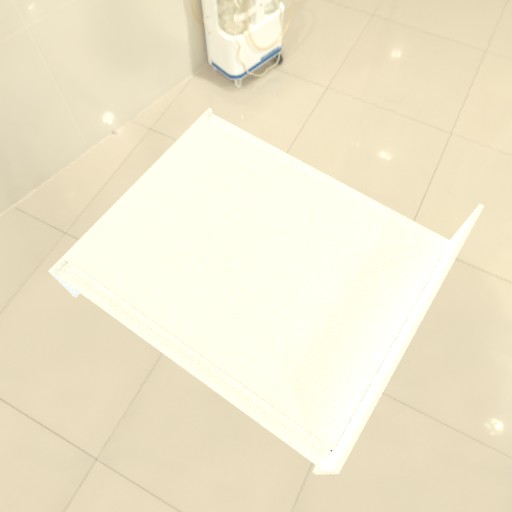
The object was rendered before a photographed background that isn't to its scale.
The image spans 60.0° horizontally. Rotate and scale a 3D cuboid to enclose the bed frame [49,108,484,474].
[{"bbox_3d":[0.000,0.000,2.767,1.960,0.800,1.622,32,68,15],"label":"bed frame"}]
